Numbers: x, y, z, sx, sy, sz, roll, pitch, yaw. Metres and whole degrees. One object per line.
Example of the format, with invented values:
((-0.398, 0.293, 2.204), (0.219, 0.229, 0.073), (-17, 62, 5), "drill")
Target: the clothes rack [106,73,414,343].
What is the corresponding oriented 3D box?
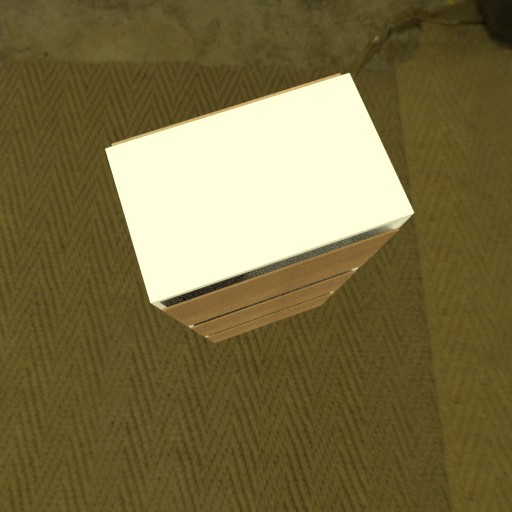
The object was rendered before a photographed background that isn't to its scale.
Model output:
((0.000, 0.000, 1.400), (0.500, 1.187, 0.331), (-19, 77, -5), "clothes rack")
